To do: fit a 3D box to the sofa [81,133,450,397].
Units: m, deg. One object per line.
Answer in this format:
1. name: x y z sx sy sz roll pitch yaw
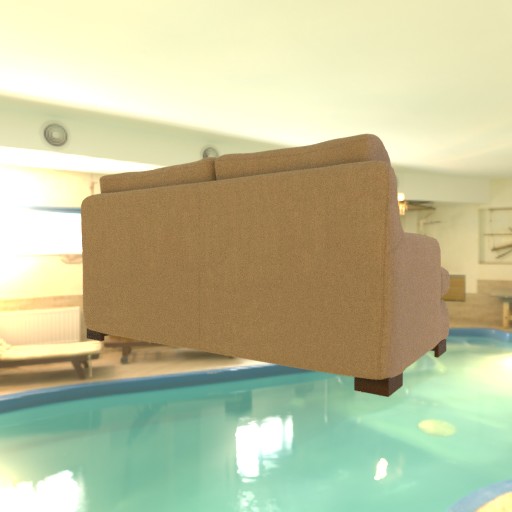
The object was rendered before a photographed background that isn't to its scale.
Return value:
1. sofa: 0.000 0.000 2.438 1.855 0.980 0.962 0 1 36
